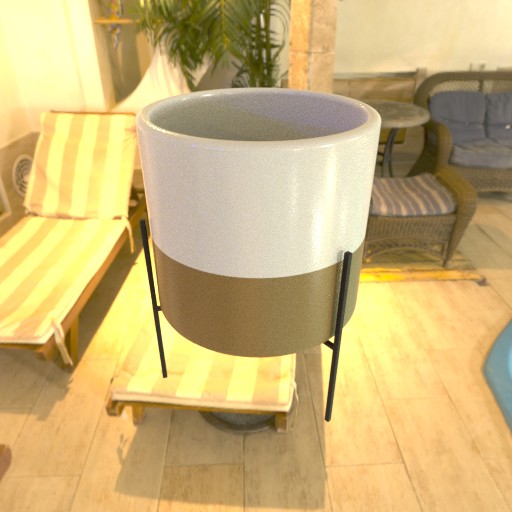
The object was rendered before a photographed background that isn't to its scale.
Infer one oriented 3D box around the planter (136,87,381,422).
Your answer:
[{"bbox_3d":[0.000,0.000,0.667,0.310,0.432,0.310,2,31,3],"label":"planter"}]
